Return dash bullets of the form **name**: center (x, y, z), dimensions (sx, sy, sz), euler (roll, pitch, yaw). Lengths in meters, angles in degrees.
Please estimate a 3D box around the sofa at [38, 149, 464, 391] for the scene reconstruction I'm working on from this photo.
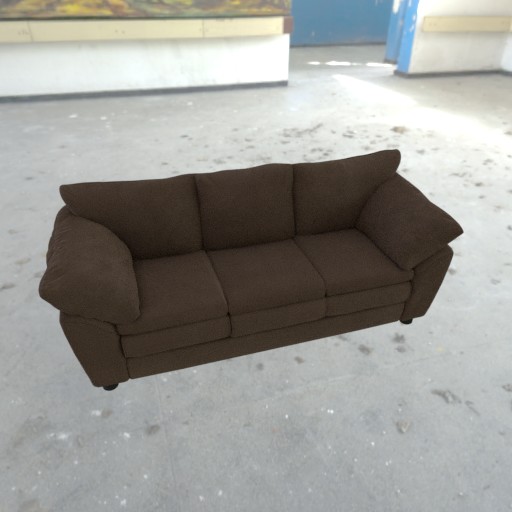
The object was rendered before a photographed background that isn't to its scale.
- **sofa**: center (0.000, 0.000, 2.765), dimensions (2.336, 1.015, 0.878), euler (-9, 33, -15)
